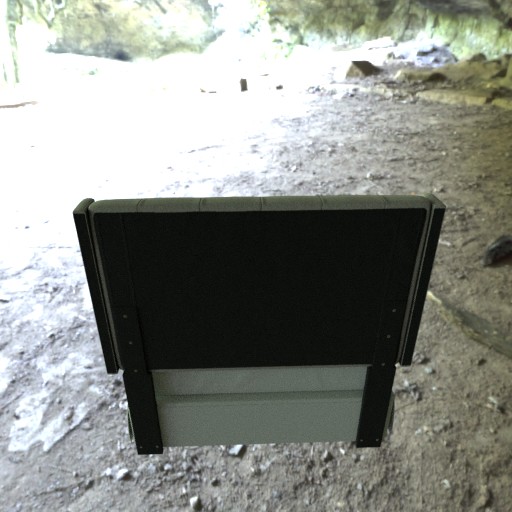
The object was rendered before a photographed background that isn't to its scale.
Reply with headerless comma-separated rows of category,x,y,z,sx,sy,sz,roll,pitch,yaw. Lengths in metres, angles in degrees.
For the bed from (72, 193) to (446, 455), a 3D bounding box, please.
bed,0.000,0.000,3.290,1.719,1.665,2.066,-1,29,-2
